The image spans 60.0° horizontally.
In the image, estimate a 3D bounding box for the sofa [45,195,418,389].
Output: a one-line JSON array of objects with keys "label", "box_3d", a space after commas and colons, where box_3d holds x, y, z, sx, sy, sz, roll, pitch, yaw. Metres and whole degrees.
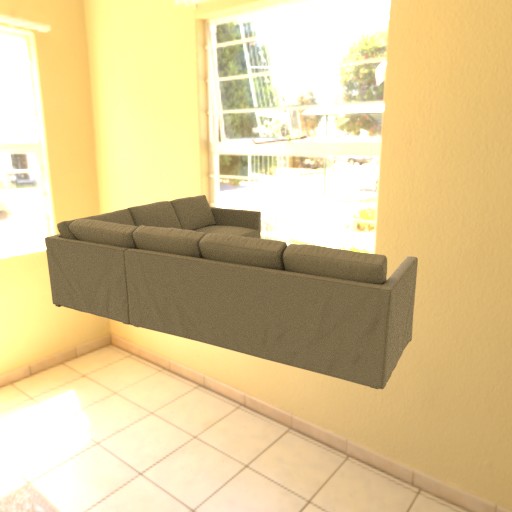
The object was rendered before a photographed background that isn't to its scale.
[{"label": "sofa", "box_3d": [0.000, 0.000, 4.448, 3.182, 0.871, 2.432, 8, 16, 28]}]
